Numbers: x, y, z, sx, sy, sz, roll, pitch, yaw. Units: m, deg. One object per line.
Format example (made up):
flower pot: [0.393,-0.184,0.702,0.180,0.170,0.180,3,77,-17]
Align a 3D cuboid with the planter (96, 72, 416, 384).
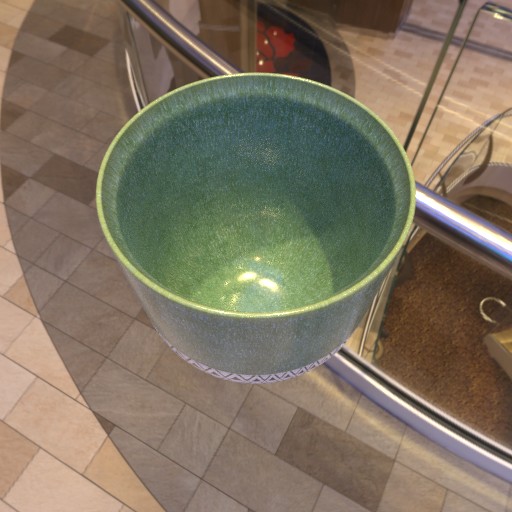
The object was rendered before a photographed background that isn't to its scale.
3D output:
planter: [0.000,0.000,0.487,0.266,0.270,0.266,0,58,0]
